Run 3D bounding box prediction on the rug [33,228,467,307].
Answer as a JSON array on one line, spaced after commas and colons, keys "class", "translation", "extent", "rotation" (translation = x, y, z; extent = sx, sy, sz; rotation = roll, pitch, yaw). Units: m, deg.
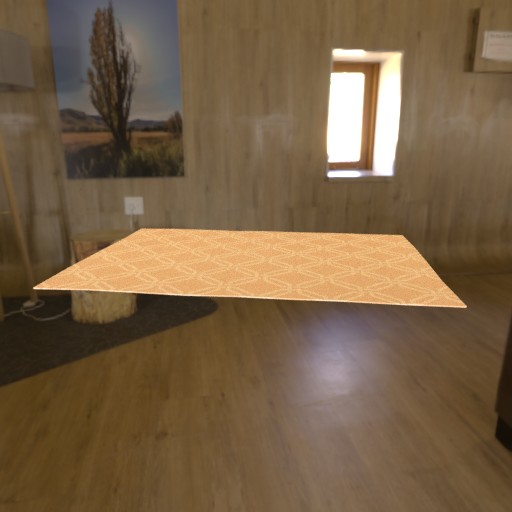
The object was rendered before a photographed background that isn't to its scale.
[{"class": "rug", "translation": [0.000, 0.000, 2.863], "extent": [2.135, 0.013, 1.524], "rotation": [2, 15, 7]}]
